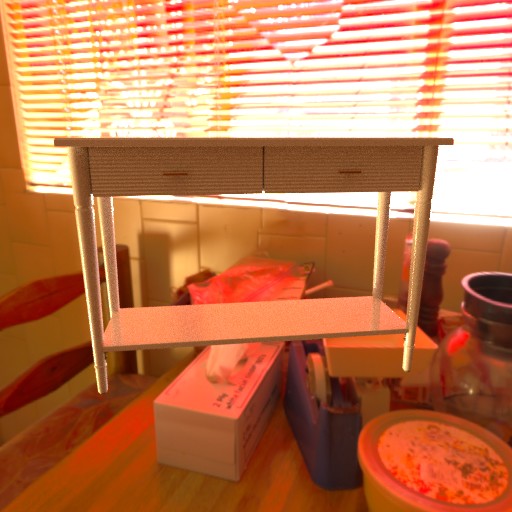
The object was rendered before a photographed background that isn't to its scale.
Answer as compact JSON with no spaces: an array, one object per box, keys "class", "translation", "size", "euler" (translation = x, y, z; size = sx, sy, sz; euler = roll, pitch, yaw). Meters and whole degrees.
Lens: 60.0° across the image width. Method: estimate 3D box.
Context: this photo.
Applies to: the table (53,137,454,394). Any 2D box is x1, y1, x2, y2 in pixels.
[{"class":"table","translation":[0.000,0.000,1.447],"size":[1.067,0.749,0.381],"euler":[-2,15,-7]}]
